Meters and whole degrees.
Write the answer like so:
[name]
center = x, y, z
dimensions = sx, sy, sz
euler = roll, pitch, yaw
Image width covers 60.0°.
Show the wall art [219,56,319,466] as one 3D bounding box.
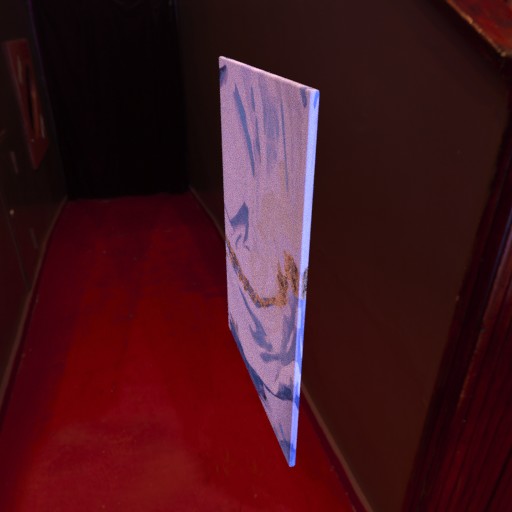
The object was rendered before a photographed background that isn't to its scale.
[wall art]
center = 0.000, 0.000, 1.168
dimensions = 0.016, 0.914, 0.610
euler = -9, 30, -16
